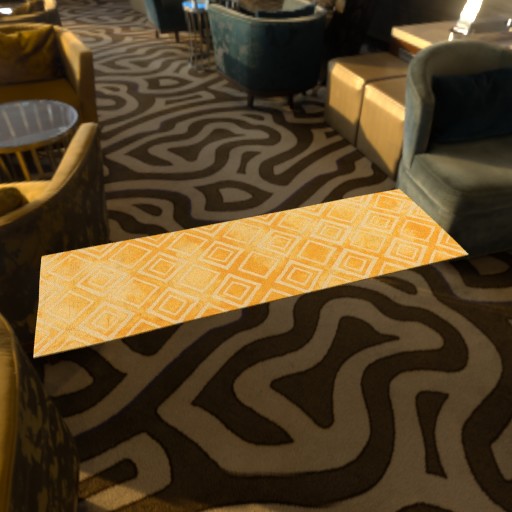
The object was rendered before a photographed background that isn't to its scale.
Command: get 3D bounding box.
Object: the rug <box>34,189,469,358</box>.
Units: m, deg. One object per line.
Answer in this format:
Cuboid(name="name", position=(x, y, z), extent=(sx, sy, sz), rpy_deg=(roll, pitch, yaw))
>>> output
Cuboid(name="rug", position=(0.000, 0.000, 2.640), extent=(2.438, 0.010, 0.775), rpy_deg=(-12, 42, -13))
